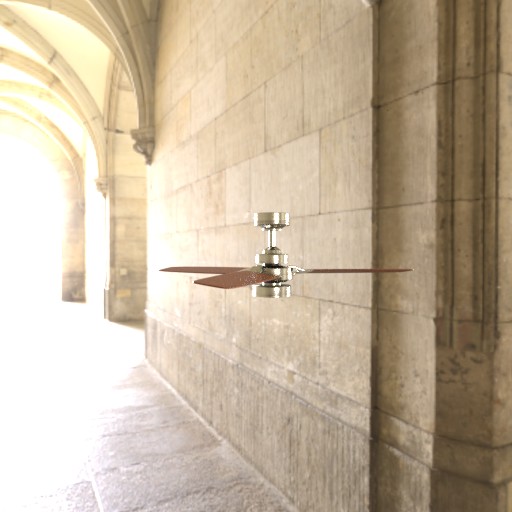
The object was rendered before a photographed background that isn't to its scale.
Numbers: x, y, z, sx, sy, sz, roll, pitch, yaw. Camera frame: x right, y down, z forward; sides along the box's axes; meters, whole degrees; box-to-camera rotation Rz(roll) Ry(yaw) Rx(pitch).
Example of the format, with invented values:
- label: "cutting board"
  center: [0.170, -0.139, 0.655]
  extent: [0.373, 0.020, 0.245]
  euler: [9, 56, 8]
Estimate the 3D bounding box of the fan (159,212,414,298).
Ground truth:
- label: "fan"
  center: [0.000, 0.000, 2.039]
  extent: [1.416, 0.410, 1.271]
  euler: [0, 1, 17]
